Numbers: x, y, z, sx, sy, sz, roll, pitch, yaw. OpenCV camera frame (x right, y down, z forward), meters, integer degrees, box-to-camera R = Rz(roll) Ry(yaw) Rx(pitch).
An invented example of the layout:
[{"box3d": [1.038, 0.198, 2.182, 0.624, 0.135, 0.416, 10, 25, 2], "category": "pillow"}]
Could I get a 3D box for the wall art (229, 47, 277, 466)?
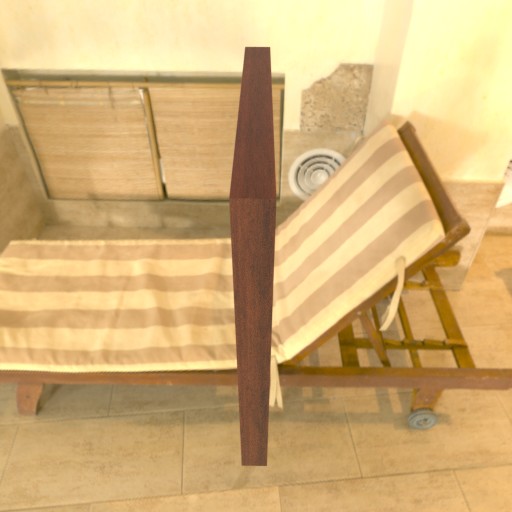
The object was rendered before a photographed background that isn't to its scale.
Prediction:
[{"box3d": [0.000, 0.000, 0.533, 0.030, 0.381, 0.330, 0, 41, 1], "category": "wall art"}]
